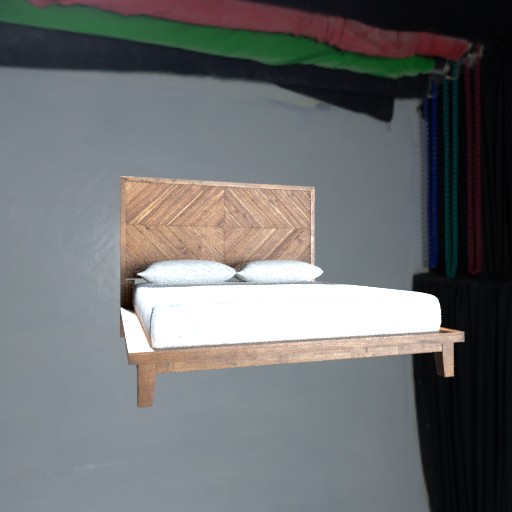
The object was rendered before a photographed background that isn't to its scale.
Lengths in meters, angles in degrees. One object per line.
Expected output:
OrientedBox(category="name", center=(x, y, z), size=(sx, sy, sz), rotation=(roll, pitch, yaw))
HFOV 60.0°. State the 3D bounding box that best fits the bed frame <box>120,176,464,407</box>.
OrientedBox(category="bed frame", center=(0.000, 0.000, 3.543), size=(2.038, 1.537, 2.235), rotation=(0, 0, -18))
